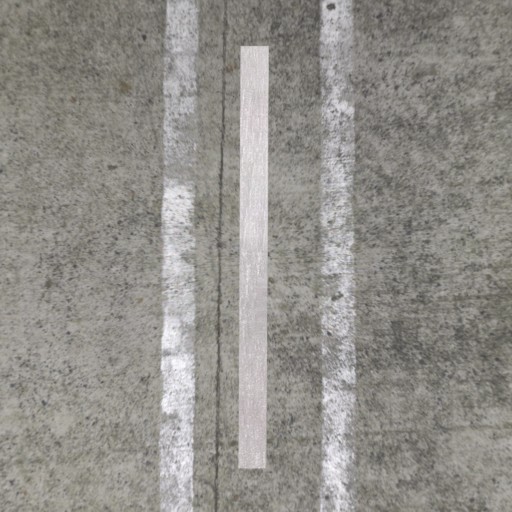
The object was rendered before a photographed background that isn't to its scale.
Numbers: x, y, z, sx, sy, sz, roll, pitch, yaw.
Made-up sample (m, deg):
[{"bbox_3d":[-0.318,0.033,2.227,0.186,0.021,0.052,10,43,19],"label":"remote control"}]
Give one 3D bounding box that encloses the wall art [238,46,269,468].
[{"bbox_3d":[0.000,0.000,0.703,0.032,0.521,0.421,0,90,0],"label":"wall art"}]
